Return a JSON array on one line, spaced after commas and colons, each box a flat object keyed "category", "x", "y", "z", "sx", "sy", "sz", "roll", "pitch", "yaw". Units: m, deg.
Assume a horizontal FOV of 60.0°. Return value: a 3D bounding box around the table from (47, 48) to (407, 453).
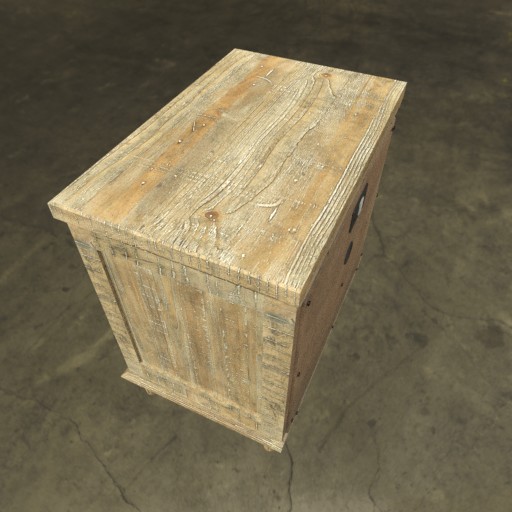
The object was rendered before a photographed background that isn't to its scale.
[{"category": "table", "x": 0.000, "y": 0.000, "z": 1.130, "sx": 0.457, "sy": 0.711, "sz": 0.686, "roll": 19, "pitch": 50, "yaw": 17}]
